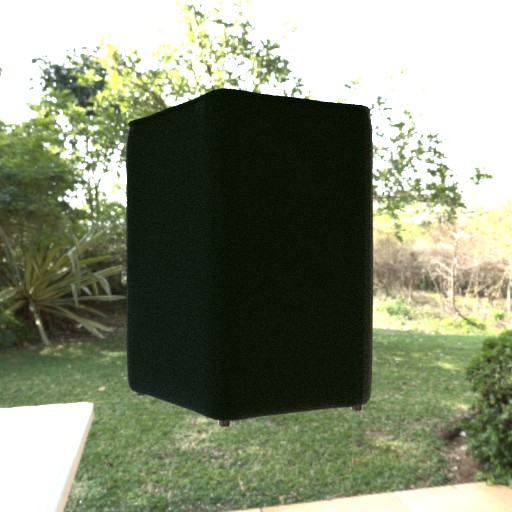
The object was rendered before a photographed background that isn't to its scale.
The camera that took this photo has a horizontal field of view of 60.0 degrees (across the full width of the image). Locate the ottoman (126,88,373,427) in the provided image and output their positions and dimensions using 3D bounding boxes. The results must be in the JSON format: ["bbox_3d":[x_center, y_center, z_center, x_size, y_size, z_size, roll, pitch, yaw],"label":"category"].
[{"bbox_3d":[0.000,0.000,0.883,0.499,0.507,0.444,0,-1,-18],"label":"ottoman"}]
